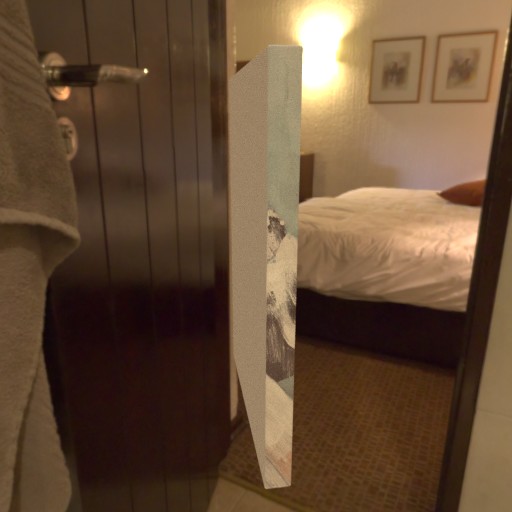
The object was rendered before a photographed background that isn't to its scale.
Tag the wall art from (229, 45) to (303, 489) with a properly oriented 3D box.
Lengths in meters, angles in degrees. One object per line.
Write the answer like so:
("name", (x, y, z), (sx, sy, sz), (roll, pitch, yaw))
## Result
("wall art", (0.000, 0.000, 1.153), (0.061, 0.911, 0.609), (-3, 17, -9))
